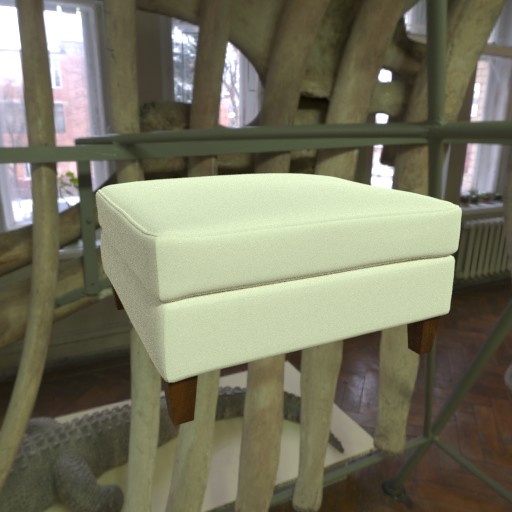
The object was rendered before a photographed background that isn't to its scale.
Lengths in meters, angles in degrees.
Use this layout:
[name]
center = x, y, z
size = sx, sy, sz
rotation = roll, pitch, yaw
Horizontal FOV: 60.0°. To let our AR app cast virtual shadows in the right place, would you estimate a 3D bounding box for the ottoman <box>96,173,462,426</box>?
[ottoman]
center = 0.000, 0.000, 1.386
size = 0.838, 0.479, 0.838
rotation = -8, 17, -25
